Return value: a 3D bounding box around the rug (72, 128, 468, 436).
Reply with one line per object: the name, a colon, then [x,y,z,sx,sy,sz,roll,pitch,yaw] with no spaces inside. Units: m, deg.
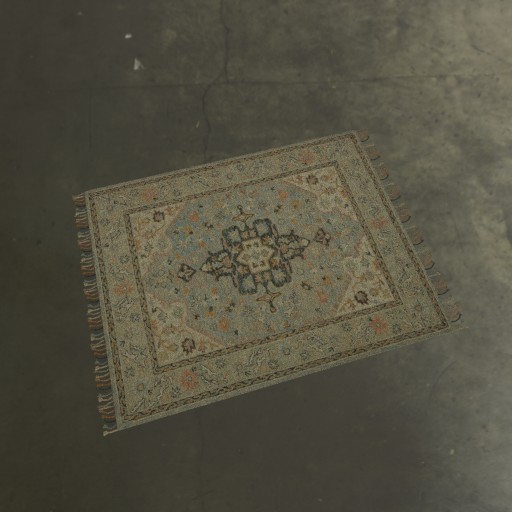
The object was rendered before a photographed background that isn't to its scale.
rug: [0.000,0.000,4.196,3.221,0.011,2.379,-14,65,-7]
